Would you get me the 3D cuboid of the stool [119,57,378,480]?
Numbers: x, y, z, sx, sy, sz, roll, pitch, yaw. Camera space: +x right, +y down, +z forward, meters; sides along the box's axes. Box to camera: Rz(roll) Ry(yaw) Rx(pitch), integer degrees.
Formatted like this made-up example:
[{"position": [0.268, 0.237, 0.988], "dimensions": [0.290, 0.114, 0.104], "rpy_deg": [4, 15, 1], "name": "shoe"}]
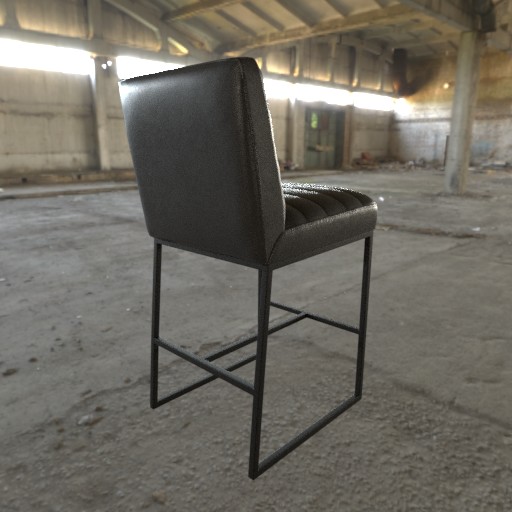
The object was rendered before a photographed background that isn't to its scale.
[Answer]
[{"position": [0.000, 0.000, 1.249], "dimensions": [0.457, 0.938, 0.552], "rpy_deg": [13, 19, 42], "name": "stool"}]
